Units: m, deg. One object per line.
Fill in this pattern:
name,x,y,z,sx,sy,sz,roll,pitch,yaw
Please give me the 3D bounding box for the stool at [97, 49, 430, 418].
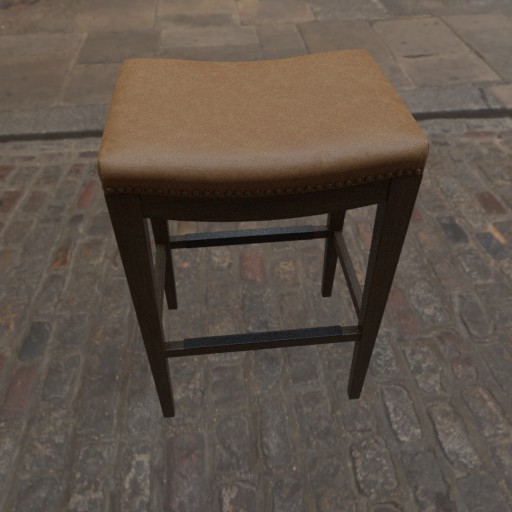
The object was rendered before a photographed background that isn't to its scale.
stool,0.000,0.000,0.980,0.500,0.759,0.361,-4,47,-4
